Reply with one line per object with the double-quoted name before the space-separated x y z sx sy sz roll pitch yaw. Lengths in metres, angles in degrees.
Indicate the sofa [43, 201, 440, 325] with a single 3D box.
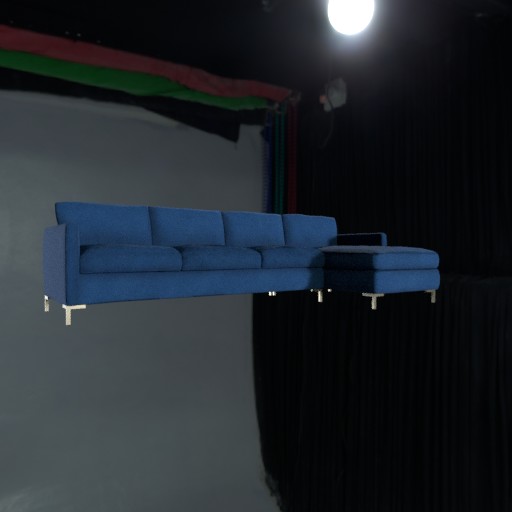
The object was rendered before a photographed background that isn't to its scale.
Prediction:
"sofa" 0.000 0.000 3.516 2.932 0.810 1.350 0 1 -34
